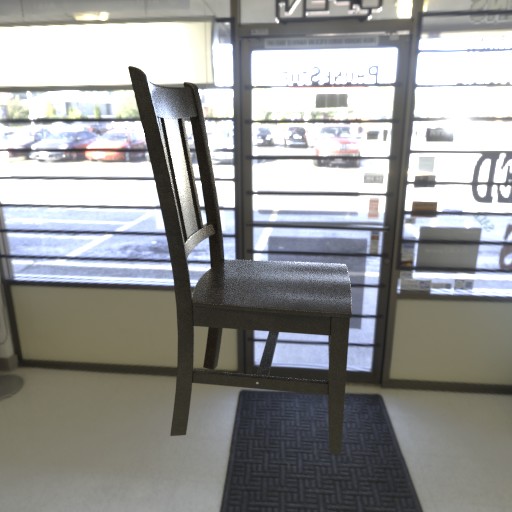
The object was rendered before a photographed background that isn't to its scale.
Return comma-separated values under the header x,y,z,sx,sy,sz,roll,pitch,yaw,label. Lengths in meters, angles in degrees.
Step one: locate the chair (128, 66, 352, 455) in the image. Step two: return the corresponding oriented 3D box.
x,y,z,sx,sy,sz,roll,pitch,yaw,label
0.000,0.000,1.308,0.555,0.998,0.450,3,17,9,chair
